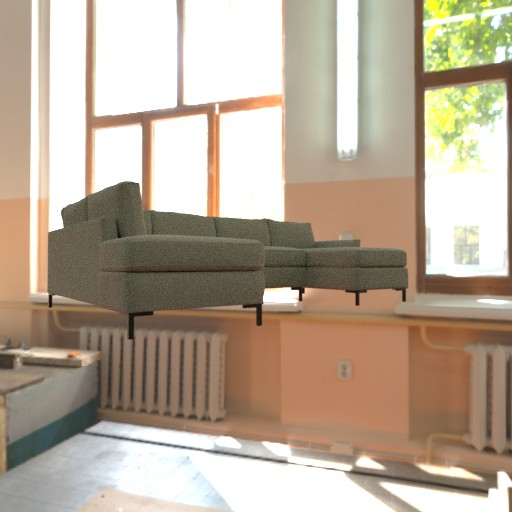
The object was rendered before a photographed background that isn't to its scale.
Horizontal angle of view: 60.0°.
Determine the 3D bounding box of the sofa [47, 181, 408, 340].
[{"bbox_3d":[0.000,0.000,3.775,2.984,0.862,1.989,1,-1,-36],"label":"sofa"}]
